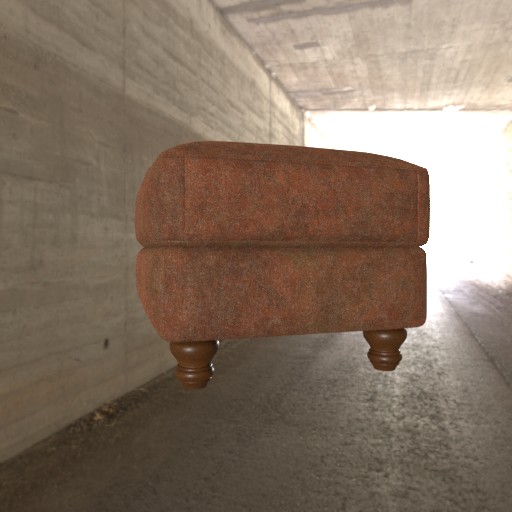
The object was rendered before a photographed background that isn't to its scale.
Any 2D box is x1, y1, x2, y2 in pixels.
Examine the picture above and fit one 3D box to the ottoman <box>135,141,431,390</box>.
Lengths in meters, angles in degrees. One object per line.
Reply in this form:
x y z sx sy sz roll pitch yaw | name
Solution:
0.000 0.000 1.222 0.635 0.508 0.787 0 1 -17 | ottoman
